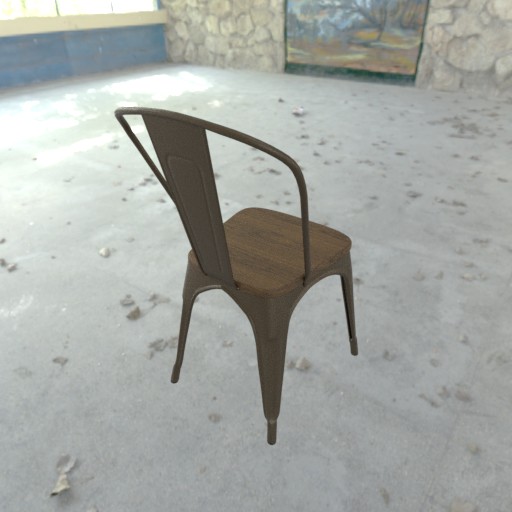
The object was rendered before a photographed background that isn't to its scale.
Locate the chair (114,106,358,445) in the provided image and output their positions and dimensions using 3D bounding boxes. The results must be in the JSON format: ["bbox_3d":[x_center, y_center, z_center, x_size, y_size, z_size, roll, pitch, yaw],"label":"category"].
[{"bbox_3d":[0.000,0.000,1.162,0.451,0.844,0.532,21,37,30],"label":"chair"}]
